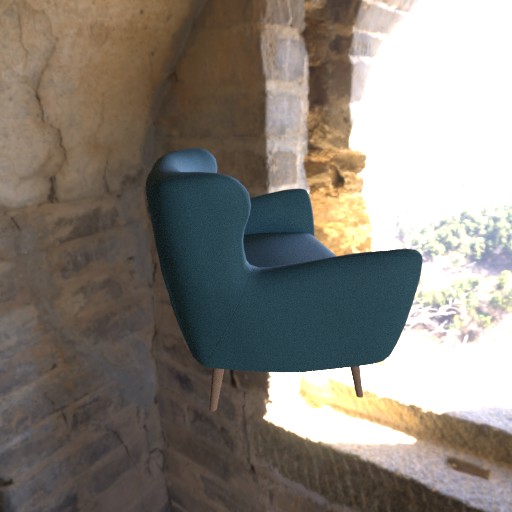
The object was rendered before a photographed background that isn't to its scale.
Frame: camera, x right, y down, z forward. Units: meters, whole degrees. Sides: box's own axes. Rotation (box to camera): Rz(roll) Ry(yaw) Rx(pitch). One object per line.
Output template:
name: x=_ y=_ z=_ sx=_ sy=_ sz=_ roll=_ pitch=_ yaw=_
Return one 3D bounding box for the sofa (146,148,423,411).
sofa: x=0.000 y=0.000 z=2.015 sx=0.889 sy=0.889 sz=1.397 roll=-3 pitch=17 yaw=-9
